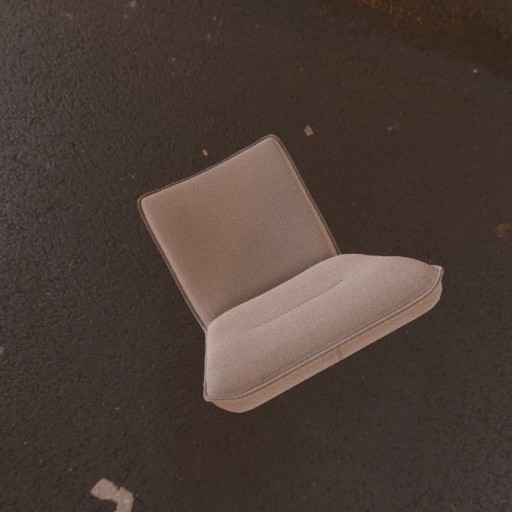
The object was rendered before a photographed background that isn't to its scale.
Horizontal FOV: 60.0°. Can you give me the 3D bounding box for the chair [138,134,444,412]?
[{"bbox_3d":[0.000,0.000,1.316,0.515,0.930,0.688,-27,78,-6],"label":"chair"}]
